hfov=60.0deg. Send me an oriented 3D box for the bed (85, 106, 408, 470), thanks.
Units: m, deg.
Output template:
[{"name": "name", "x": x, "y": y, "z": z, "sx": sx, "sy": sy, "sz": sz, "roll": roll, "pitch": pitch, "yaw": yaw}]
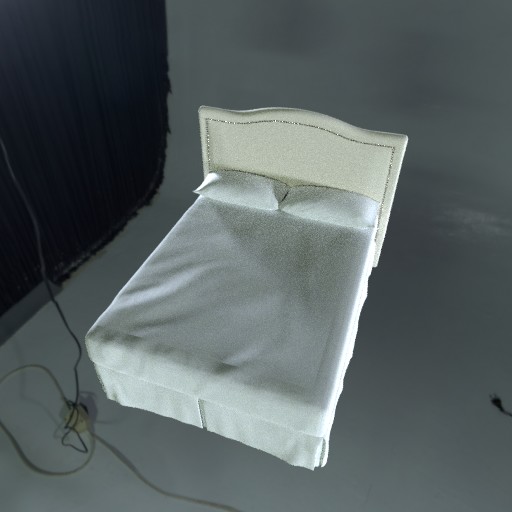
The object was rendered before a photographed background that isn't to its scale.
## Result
[{"name": "bed", "x": 0.000, "y": 0.000, "z": 3.301, "sx": 1.753, "sy": 1.460, "sz": 2.143, "roll": 13, "pitch": 42, "yaw": 15}]
